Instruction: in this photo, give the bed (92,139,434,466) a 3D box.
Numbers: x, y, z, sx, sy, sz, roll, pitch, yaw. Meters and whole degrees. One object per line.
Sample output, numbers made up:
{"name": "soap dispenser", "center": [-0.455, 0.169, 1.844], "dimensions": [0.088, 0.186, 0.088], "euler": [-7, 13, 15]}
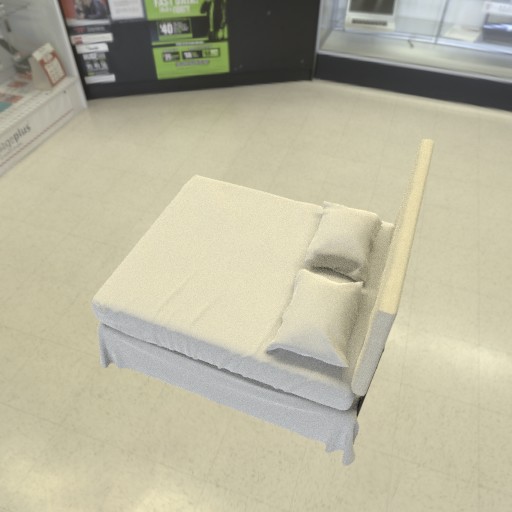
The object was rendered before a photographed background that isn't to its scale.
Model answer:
{"name": "bed", "center": [0.000, 0.000, 3.406], "dimensions": [2.222, 1.577, 1.936], "euler": [16, 49, 15]}
